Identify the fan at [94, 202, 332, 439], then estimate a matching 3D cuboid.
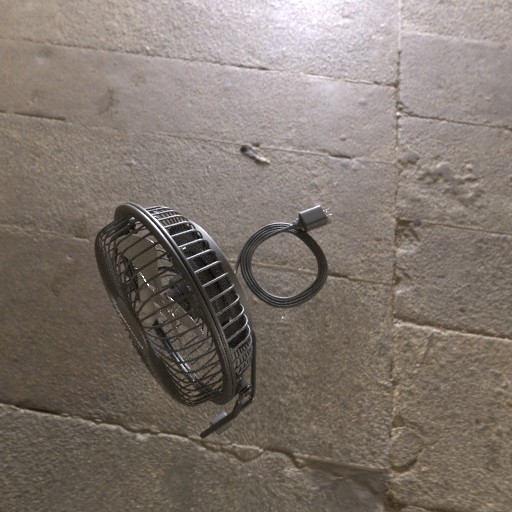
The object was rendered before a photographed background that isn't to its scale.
[{"bbox_3d":[0.000,0.000,0.303,0.202,0.152,0.153,-33,68,-15],"label":"fan"}]
